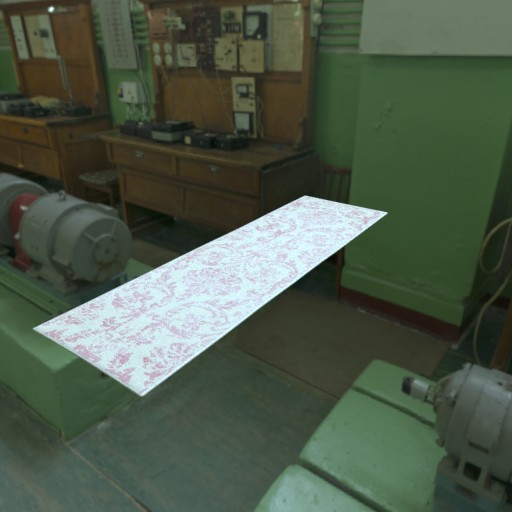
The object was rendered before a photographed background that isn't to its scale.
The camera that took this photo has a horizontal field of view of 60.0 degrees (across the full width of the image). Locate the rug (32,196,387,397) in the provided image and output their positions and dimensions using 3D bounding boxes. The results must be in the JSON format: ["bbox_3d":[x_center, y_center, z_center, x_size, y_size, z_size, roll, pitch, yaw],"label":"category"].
[{"bbox_3d":[0.000,0.000,2.432,0.662,0.011,2.196,17,30,32],"label":"rug"}]
